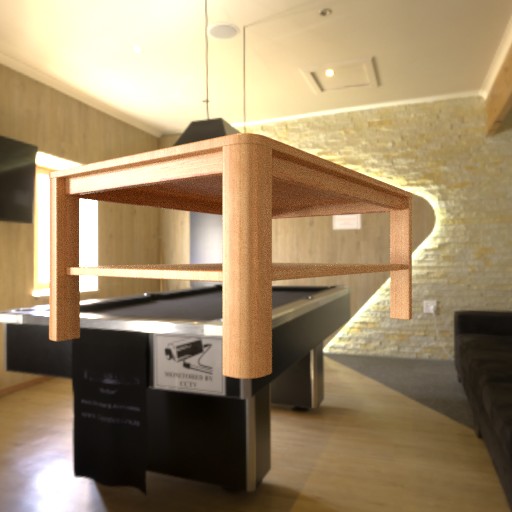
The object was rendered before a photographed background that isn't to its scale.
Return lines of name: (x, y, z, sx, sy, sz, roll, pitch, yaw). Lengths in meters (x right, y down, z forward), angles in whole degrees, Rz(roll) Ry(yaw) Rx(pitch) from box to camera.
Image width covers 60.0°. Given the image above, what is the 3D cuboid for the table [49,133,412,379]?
table: (0.000, 0.000, 1.391, 0.696, 0.445, 0.997, 0, 0, 36)
